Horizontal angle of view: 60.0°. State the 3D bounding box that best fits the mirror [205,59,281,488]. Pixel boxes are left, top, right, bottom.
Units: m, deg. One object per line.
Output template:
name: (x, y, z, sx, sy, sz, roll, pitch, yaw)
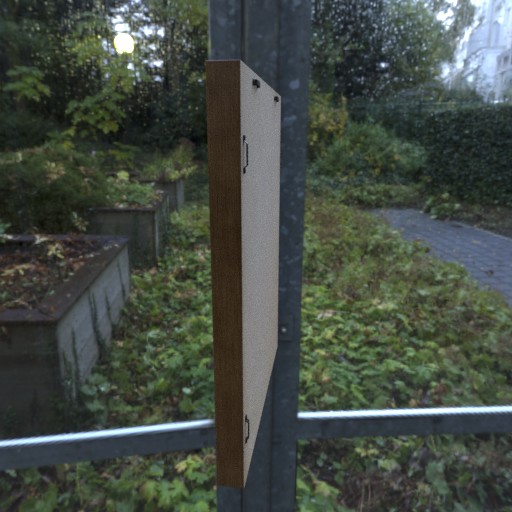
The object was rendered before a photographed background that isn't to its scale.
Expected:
mirror: (0.000, 0.000, 0.697, 0.041, 0.508, 0.405, 2, 15, 8)
